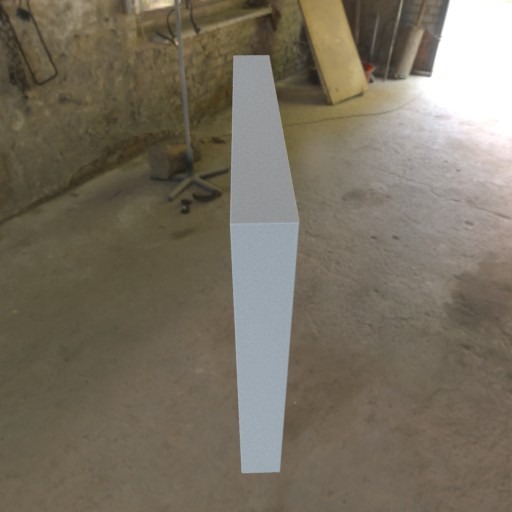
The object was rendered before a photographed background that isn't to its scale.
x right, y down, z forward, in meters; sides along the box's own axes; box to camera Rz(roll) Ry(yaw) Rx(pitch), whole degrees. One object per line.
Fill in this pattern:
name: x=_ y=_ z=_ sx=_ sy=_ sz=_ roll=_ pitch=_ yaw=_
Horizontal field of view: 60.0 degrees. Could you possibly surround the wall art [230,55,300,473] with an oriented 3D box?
wall art: x=0.000 y=0.000 z=0.456 sx=0.038 sy=0.305 sz=0.305 roll=-1 pitch=40 yaw=-1
